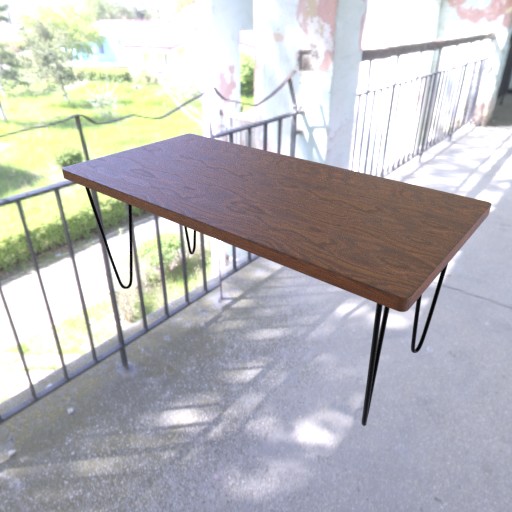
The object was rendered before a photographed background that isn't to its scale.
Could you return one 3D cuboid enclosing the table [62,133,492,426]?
[{"bbox_3d":[0.000,0.000,2.197,1.791,0.753,0.883,22,36,33],"label":"table"}]
